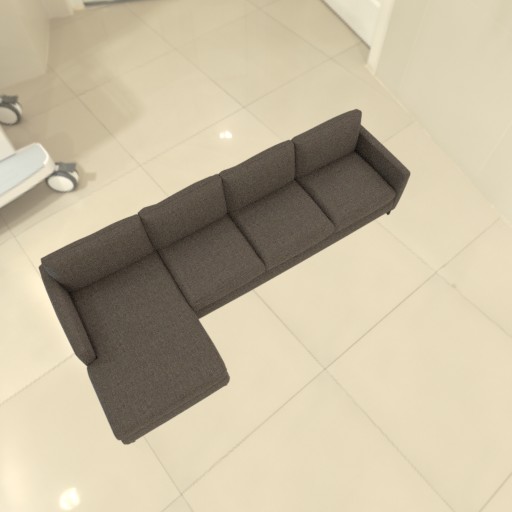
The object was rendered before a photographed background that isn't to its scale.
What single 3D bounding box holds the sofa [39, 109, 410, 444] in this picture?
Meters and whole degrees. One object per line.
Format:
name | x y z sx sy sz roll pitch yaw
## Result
sofa | 0.000 0.000 3.212 2.731 0.754 1.258 -29 64 -16
